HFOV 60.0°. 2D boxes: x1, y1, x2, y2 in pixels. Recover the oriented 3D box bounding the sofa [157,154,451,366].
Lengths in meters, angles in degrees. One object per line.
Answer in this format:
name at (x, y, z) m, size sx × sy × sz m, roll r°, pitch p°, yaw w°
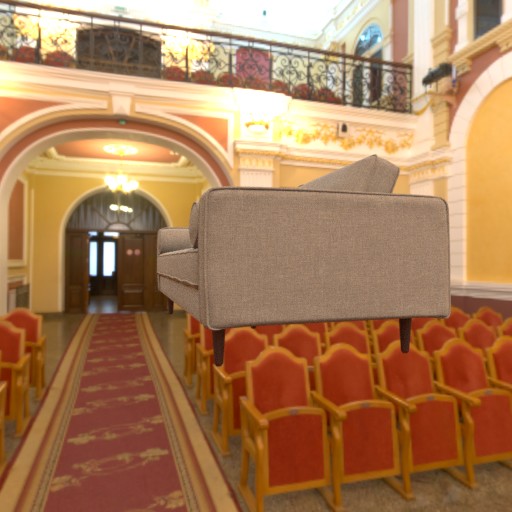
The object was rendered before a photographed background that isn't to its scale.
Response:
sofa at (0.000, 0.000, 2.338) m, size 0.914 × 0.762 × 1.879 m, roll 0°, pitch -1°, yaw -17°
